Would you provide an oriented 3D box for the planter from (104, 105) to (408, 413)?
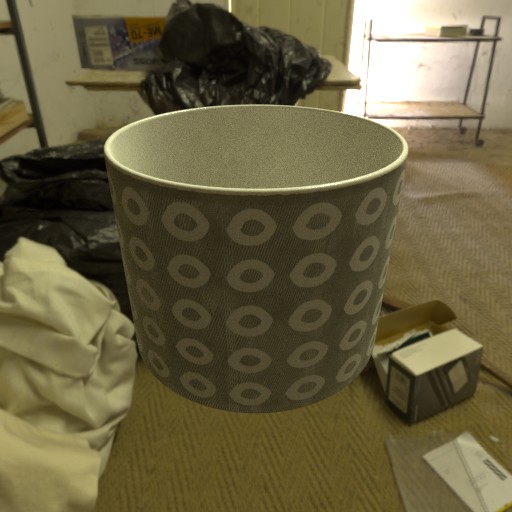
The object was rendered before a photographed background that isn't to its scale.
[{"bbox_3d":[0.000,0.000,0.333,0.190,0.181,0.190,0,30,0],"label":"planter"}]
